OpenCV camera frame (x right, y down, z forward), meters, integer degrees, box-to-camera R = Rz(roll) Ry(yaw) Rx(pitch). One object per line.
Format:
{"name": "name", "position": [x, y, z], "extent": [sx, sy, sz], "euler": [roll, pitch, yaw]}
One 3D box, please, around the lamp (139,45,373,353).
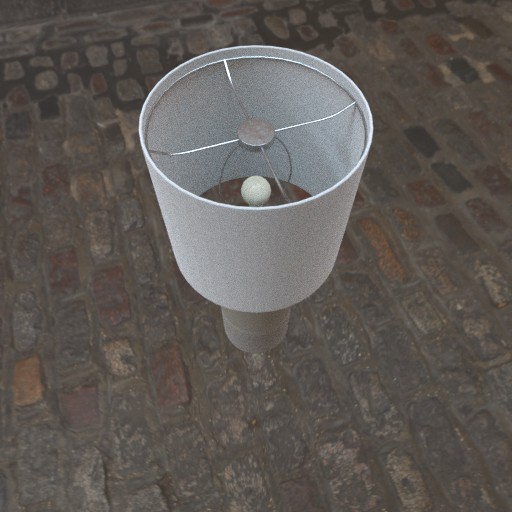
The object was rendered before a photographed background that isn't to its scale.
{"name": "lamp", "position": [0.000, 0.000, 0.614], "extent": [0.212, 0.493, 0.212], "euler": [-16, 60, -10]}
